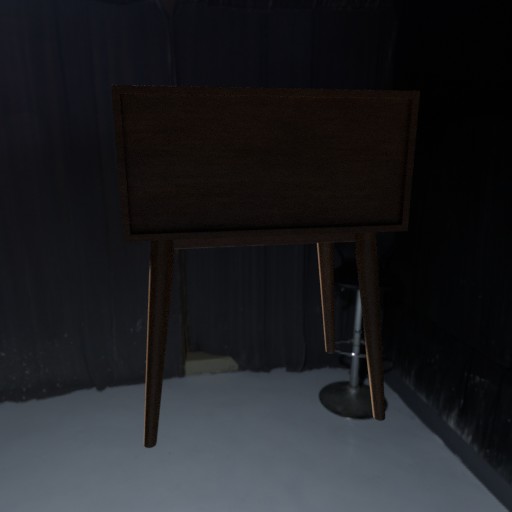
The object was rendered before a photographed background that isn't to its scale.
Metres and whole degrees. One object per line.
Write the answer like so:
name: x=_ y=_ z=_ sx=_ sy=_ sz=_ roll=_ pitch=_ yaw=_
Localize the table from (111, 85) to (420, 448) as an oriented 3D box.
table: x=0.000 y=0.000 z=0.858 sx=0.454 sy=0.580 sz=0.307 roll=-3 pitch=15 yaw=-10
